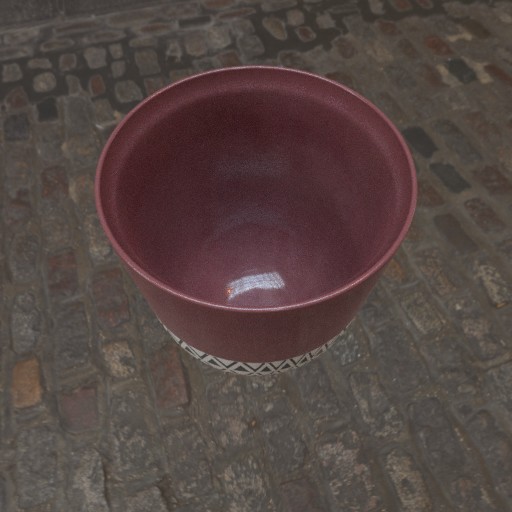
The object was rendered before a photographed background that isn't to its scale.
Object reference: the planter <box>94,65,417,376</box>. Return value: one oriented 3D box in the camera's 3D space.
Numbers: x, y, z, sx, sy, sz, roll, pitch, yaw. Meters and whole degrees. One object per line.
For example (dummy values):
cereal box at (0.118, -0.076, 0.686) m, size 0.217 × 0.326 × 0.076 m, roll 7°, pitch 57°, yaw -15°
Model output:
planter at (0.000, 0.000, 0.362) m, size 0.195 × 0.214 × 0.195 m, roll 0°, pitch 59°, yaw 0°
